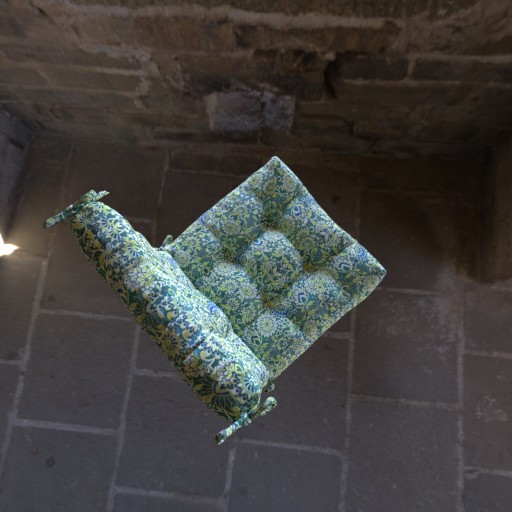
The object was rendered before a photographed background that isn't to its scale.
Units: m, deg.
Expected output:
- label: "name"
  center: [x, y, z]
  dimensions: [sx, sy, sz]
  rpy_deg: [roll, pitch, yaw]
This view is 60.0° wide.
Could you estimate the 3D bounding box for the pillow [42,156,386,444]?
- label: "pillow"
  center: [0.000, 0.000, 1.024]
  dimensions: [0.571, 0.605, 0.519]
  rpy_deg: [-40, 79, -9]
